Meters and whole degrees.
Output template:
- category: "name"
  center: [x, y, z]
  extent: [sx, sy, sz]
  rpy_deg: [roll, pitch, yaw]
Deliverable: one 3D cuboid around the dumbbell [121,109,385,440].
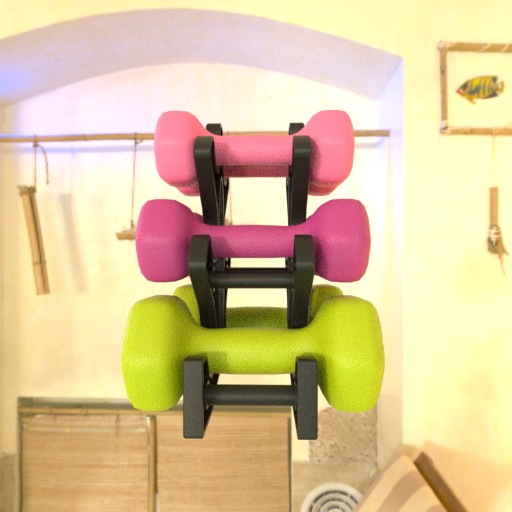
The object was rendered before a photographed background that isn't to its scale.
- category: "dumbbell"
  center: [0.000, 0.000, 0.441]
  extent: [0.203, 0.261, 0.257]
  rpy_deg: [0, 0, 2]
